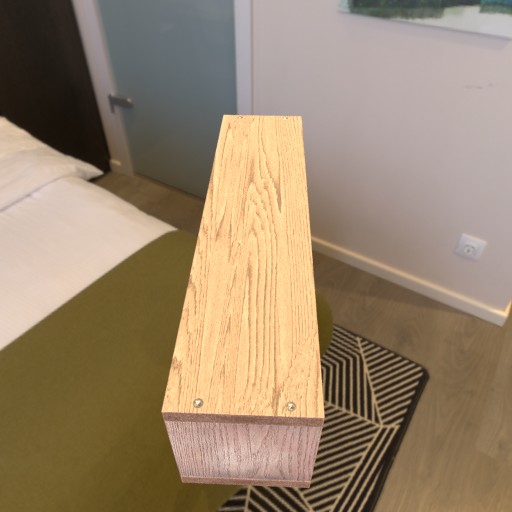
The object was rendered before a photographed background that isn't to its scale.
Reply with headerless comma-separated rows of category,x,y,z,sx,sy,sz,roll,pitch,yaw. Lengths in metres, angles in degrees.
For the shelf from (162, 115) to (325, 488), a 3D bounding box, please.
shelf,0.000,0.000,0.687,0.150,0.170,0.610,2,43,2
